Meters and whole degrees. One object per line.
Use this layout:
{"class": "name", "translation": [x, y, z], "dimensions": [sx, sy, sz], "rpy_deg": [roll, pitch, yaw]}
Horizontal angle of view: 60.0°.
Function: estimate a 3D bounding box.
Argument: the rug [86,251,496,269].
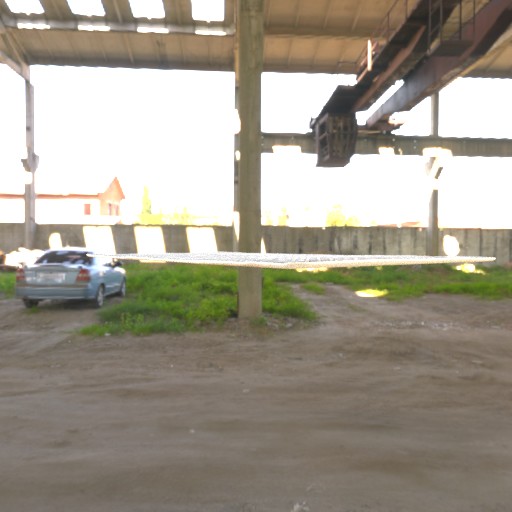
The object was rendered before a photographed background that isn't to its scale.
{"class": "rug", "translation": [0.000, 0.000, 2.996], "dimensions": [1.537, 0.036, 2.447], "rpy_deg": [-1, 1, -37]}
